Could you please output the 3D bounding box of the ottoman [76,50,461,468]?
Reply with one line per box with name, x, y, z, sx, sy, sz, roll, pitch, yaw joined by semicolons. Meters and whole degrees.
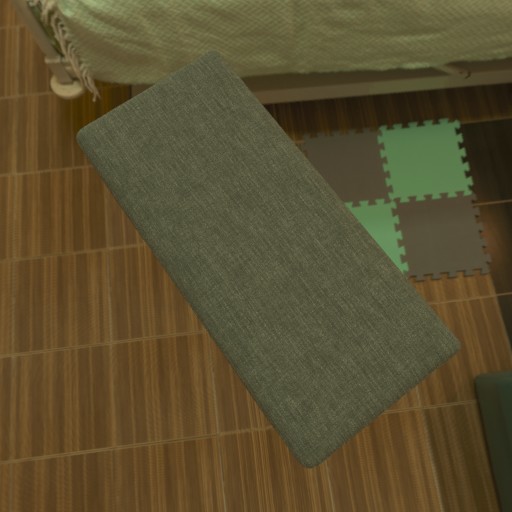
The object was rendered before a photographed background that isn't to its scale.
ottoman;0.000;0.000;1.132;0.419;0.432;0.902;-35;78;-9
